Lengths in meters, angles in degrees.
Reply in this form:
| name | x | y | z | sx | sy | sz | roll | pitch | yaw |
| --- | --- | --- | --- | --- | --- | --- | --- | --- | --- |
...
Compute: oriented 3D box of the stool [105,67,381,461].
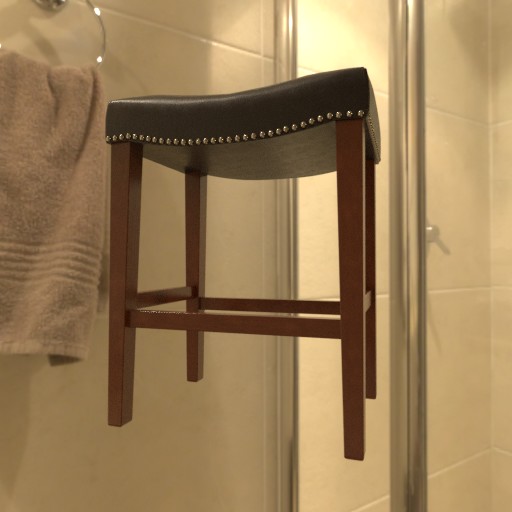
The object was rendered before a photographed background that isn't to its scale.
| name | x | y | z | sx | sy | sz | roll | pitch | yaw |
| --- | --- | --- | --- | --- | --- | --- | --- | --- | --- |
| stool | 0.000 | 0.000 | 0.948 | 0.504 | 0.654 | 0.372 | 0 | -1 | 18 |
